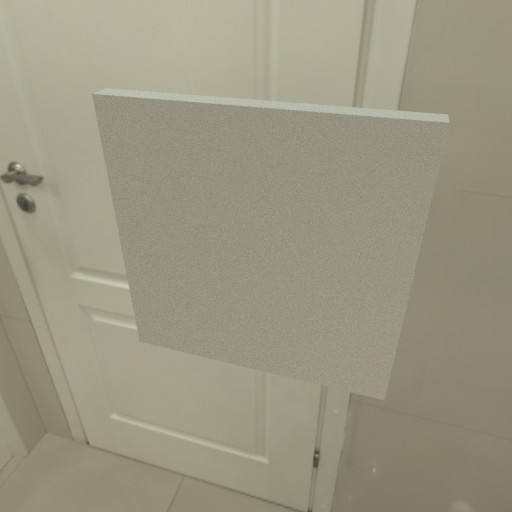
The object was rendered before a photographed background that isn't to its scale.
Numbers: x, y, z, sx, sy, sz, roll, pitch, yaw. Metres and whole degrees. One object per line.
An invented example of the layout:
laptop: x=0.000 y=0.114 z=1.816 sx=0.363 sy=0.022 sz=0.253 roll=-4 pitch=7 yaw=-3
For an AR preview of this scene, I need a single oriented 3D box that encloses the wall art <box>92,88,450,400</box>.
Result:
wall art: x=0.000 y=0.000 z=0.529 sx=0.355 sy=0.355 sz=0.027 roll=10 pitch=34 yaw=15
